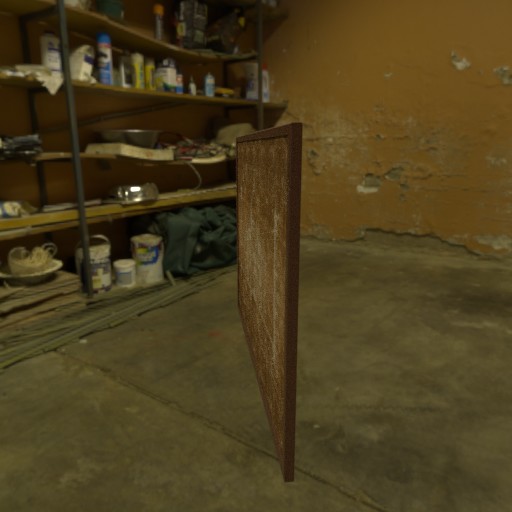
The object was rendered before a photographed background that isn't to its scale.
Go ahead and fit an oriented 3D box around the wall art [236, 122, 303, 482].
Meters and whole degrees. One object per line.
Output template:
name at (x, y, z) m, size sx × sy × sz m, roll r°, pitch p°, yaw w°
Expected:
wall art at (0.000, 0.000, 0.849) m, size 0.014 × 0.455 × 0.660 m, roll -2°, pitch 14°, yaw -7°
